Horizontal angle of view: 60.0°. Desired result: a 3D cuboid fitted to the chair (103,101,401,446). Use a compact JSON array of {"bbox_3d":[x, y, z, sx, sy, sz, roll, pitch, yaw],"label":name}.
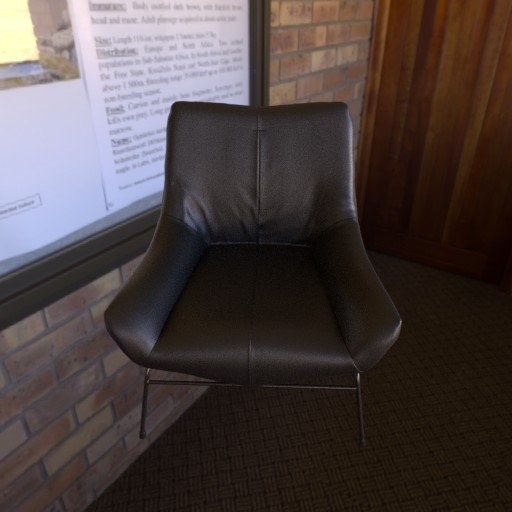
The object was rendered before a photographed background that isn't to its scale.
[{"bbox_3d":[0.000,0.000,1.565,0.836,0.922,0.826,1,30,2],"label":"chair"}]
